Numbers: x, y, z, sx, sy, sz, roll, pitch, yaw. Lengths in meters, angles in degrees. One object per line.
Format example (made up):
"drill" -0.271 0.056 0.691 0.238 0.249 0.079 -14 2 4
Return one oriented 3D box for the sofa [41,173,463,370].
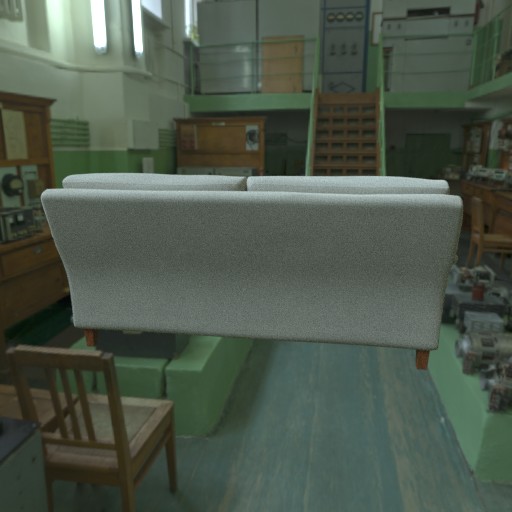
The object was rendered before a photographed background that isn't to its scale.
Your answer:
"sofa" 0.000 0.000 2.657 2.070 0.997 1.091 2 14 8
